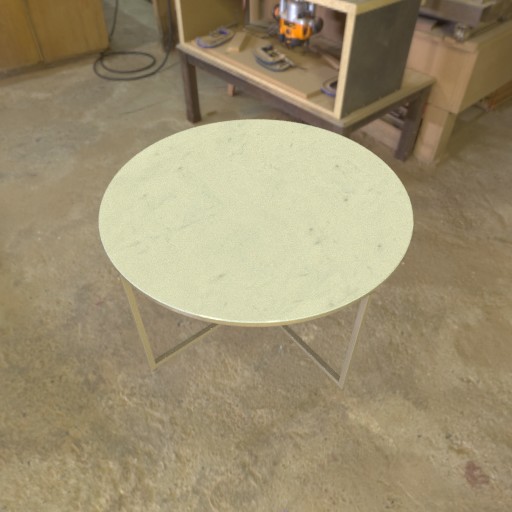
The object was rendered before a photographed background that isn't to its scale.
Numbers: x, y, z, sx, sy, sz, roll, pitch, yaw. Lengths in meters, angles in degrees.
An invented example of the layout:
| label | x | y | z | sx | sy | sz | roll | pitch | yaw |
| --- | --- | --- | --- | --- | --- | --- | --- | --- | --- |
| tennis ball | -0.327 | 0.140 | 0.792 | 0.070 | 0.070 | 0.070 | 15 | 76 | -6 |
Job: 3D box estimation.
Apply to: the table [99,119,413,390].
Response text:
| label | x | y | z | sx | sy | sz | roll | pitch | yaw |
| --- | --- | --- | --- | --- | --- | --- | --- | --- | --- |
| table | 0.000 | 0.000 | 1.321 | 0.800 | 0.450 | 0.800 | 0 | 46 | 0 |
